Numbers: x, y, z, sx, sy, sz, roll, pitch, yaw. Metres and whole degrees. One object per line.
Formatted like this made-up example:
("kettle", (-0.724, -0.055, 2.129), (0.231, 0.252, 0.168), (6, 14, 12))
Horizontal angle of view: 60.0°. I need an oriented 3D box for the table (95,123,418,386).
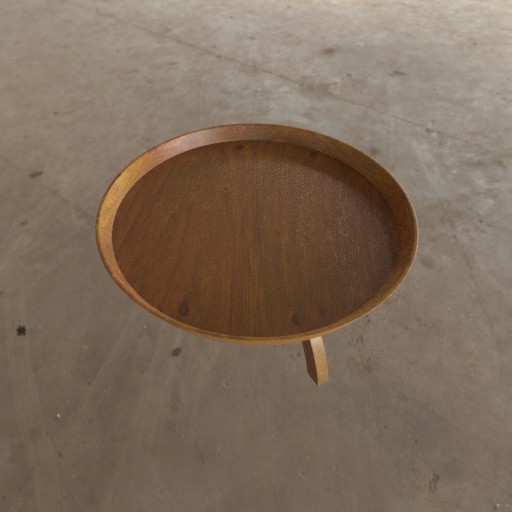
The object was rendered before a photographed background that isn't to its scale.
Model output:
("table", (0.000, 0.000, 1.583), (1.016, 0.470, 1.016), (0, 47, 0))
